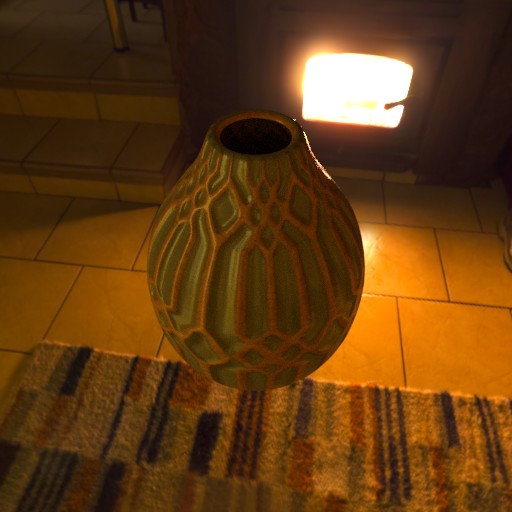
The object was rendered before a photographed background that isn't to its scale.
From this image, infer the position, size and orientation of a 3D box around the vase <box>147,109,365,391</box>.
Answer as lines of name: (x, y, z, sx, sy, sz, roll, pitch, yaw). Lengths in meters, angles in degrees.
vase: (0.000, 0.000, 0.140, 0.069, 0.088, 0.069, 0, 46, 0)
